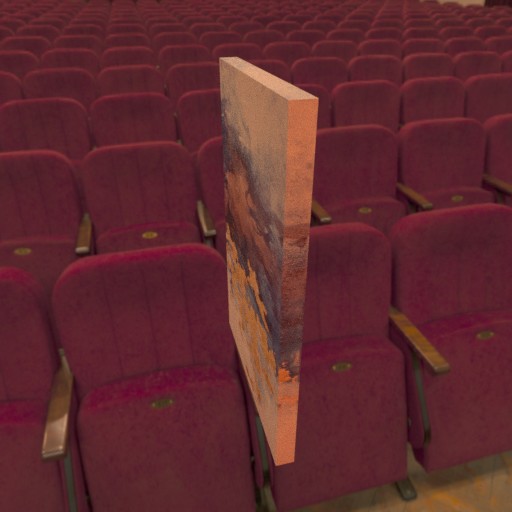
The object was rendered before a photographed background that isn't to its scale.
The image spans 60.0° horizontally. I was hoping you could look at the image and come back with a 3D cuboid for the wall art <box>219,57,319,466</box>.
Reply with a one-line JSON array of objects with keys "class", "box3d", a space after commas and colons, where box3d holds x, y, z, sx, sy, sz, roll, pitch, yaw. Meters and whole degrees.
[{"class": "wall art", "box3d": [0.000, 0.000, 1.133, 0.048, 0.874, 0.583, -7, 31, -12]}]
